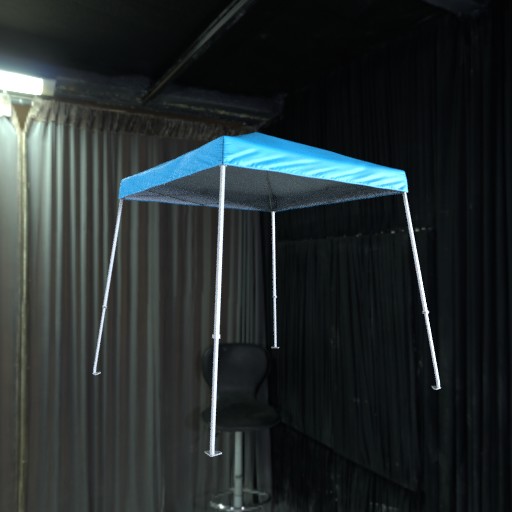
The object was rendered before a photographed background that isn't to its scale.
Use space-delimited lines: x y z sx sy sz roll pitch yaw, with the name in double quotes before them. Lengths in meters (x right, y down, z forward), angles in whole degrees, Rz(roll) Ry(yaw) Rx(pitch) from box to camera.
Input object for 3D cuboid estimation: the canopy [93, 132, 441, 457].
"canopy" 0.000 0.000 5.094 2.849 2.849 2.848 1 -1 -36
